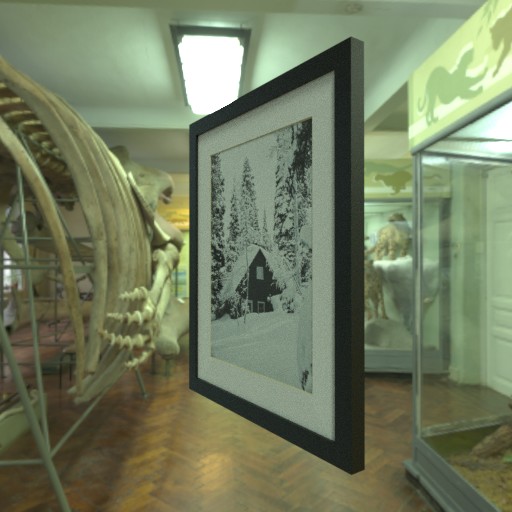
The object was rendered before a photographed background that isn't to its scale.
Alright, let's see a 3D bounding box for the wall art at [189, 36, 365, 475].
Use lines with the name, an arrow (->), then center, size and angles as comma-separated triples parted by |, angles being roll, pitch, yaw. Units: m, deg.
wall art -> 0.000, 0.000, 0.539 | 0.018, 0.397, 0.325 | 0, 0, -35
